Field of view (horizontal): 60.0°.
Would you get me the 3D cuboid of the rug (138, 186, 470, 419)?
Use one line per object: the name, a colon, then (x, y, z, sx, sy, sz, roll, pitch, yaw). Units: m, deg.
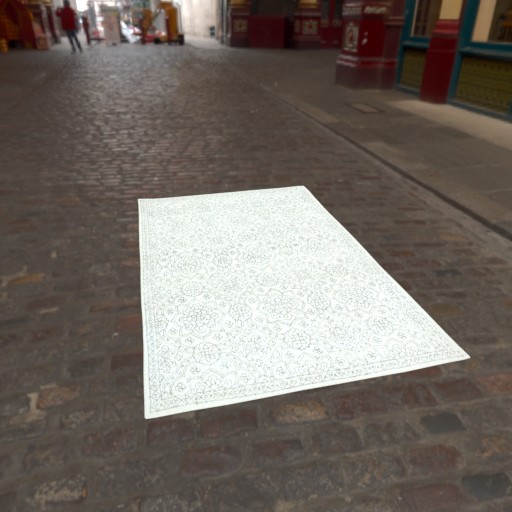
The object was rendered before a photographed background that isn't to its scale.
rug: (0.000, 0.000, 2.978, 1.518, 0.023, 2.434, -7, 30, -12)
